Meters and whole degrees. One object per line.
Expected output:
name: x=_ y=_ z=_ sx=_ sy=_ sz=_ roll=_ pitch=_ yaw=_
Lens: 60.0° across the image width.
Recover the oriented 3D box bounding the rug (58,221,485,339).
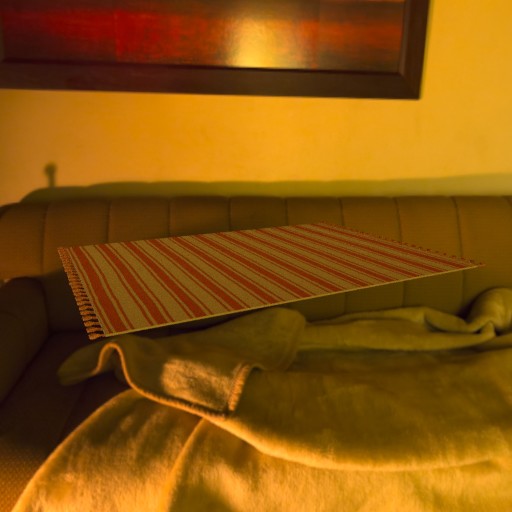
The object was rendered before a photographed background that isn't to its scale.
rug: x=0.000 y=0.000 z=4.278 sx=3.369 sy=0.035 sz=2.451 roll=-7 pitch=16 yaw=-26
